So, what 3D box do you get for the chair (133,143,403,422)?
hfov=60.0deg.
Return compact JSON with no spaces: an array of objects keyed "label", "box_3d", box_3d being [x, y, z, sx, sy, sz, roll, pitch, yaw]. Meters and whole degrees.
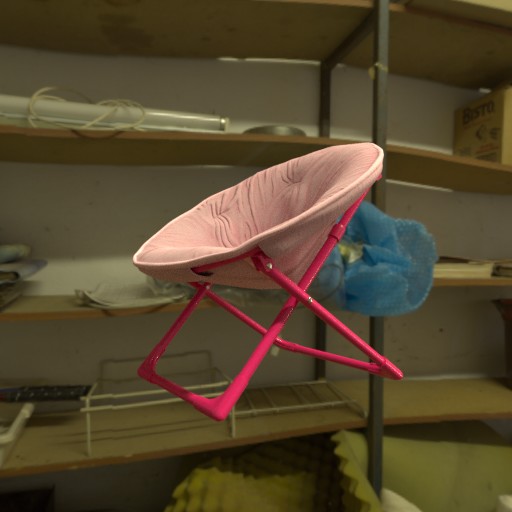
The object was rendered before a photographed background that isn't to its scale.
[{"label":"chair","box_3d":[0.000,0.000,0.892,0.459,0.494,0.522,0,1,-37]}]
